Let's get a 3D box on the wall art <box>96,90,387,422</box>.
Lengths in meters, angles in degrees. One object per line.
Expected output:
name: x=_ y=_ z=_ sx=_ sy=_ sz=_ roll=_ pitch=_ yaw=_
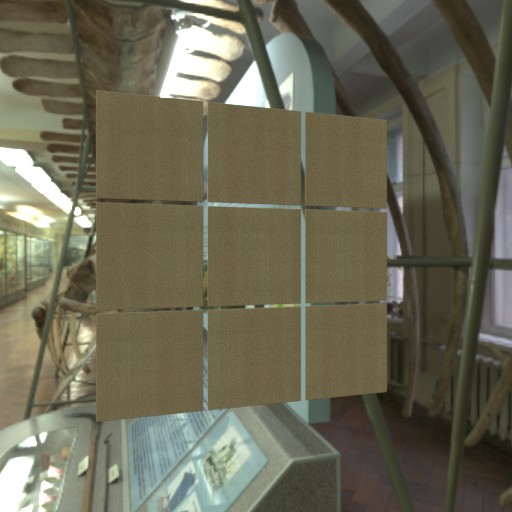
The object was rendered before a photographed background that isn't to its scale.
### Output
wall art: x=0.000 y=0.000 z=2.233 sx=1.517 sy=1.505 sz=0.002 roll=0 pitch=0 yaw=-17
